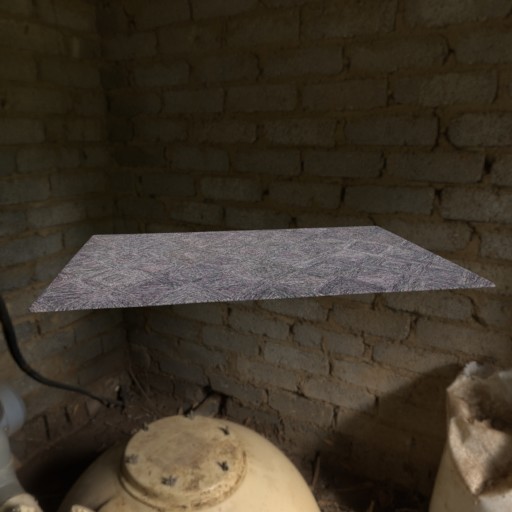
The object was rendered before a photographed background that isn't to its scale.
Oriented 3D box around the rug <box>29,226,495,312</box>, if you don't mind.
[{"bbox_3d":[0.000,0.000,2.170,1.752,0.013,1.158,-2,16,-9],"label":"rug"}]
